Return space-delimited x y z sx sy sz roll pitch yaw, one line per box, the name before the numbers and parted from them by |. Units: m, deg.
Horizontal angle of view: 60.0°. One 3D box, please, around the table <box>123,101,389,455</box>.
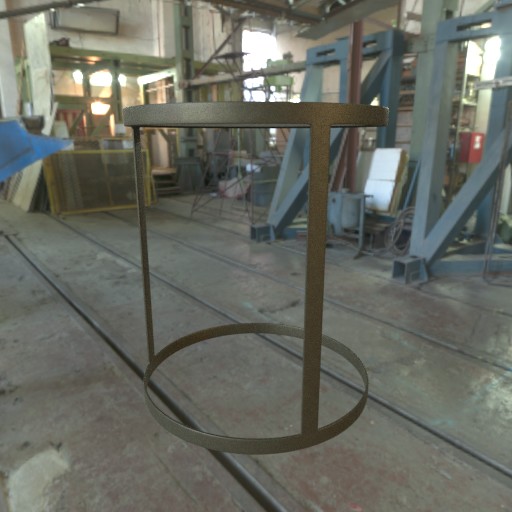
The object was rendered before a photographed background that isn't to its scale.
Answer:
table | 0.000 0.000 0.905 0.480 0.565 0.480 0 15 0
